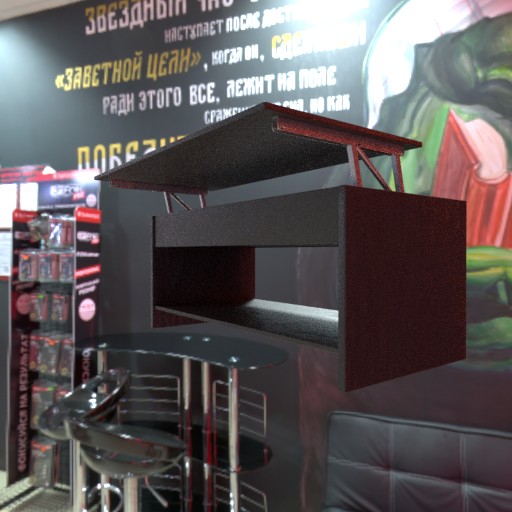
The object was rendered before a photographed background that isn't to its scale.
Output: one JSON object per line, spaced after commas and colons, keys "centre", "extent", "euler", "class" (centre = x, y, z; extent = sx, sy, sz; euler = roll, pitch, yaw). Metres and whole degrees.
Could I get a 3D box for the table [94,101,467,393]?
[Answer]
{"centre": [0.000, 0.000, 1.415], "extent": [0.712, 0.570, 1.000], "euler": [0, 1, -37], "class": "table"}
